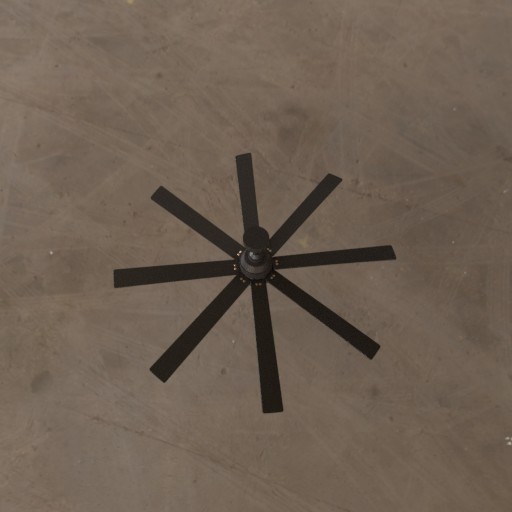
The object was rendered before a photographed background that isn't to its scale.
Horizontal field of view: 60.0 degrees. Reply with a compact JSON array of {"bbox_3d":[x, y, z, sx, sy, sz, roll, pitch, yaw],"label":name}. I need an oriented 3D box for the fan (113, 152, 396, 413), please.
[{"bbox_3d":[0.000,0.000,2.756,1.830,0.472,1.830,36,69,16],"label":"fan"}]
